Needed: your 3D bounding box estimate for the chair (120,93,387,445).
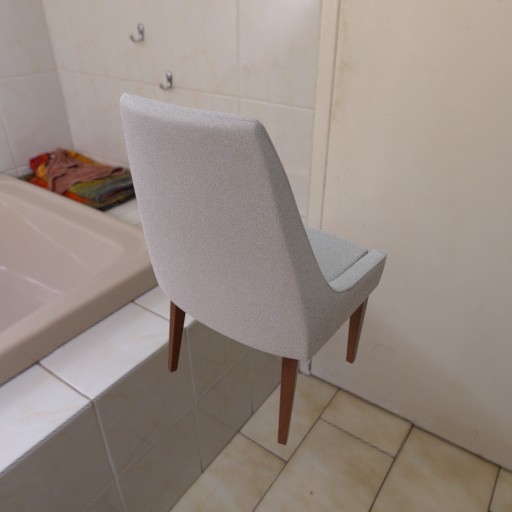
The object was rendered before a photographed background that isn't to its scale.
[{"bbox_3d":[0.000,0.000,1.178,0.529,0.861,0.544,22,37,31],"label":"chair"}]
